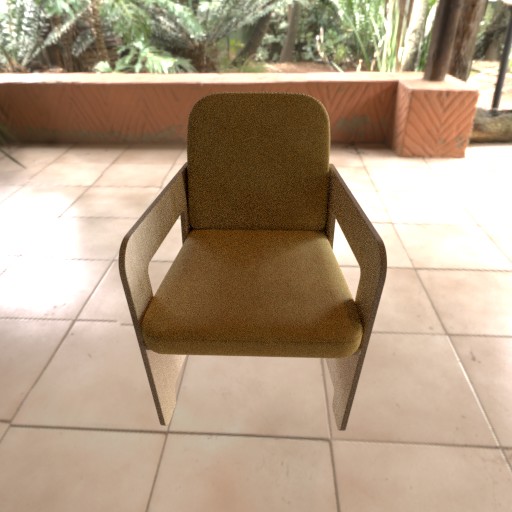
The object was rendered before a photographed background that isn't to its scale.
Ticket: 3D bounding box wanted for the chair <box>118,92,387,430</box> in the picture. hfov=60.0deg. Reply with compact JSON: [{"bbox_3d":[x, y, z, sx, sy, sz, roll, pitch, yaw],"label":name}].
[{"bbox_3d":[0.000,0.000,1.291,0.590,0.800,0.710,1,30,2],"label":"chair"}]
